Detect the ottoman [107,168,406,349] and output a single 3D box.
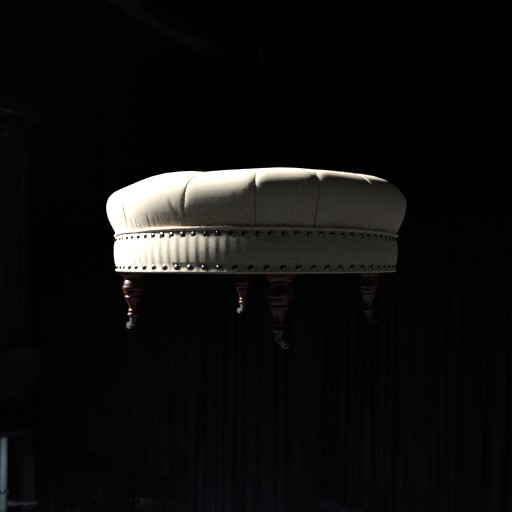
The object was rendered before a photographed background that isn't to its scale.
[{"bbox_3d":[0.000,0.000,1.400,0.901,0.439,0.901,0,-1,0],"label":"ottoman"}]
